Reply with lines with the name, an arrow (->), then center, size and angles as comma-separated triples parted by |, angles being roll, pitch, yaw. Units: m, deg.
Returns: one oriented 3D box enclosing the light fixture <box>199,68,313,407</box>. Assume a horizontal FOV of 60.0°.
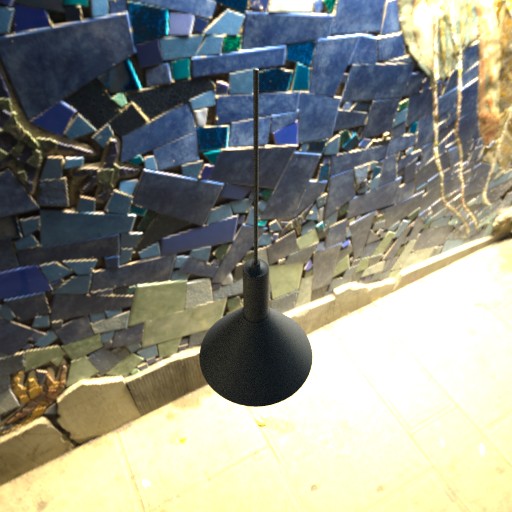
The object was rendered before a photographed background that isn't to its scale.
light fixture -> 0.000, 0.000, 0.810 | 0.267, 0.683, 0.267 | -10, 47, -10
